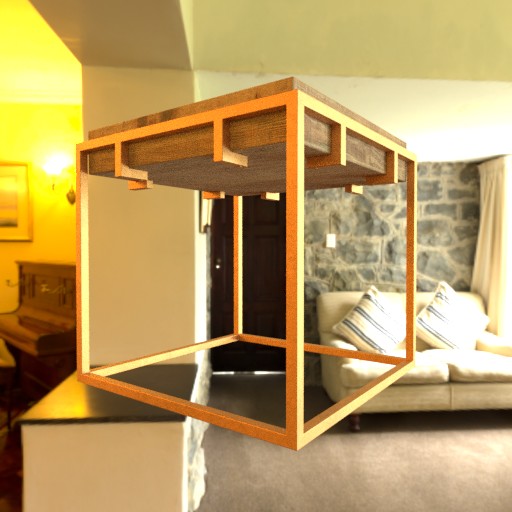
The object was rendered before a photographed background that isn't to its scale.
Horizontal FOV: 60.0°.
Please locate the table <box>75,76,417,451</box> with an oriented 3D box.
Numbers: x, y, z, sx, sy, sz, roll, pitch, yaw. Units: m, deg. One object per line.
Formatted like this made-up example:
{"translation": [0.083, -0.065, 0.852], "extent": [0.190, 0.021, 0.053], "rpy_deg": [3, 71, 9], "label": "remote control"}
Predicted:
{"translation": [0.000, 0.000, 1.095], "extent": [0.599, 0.584, 0.599], "rpy_deg": [1, 1, 36], "label": "table"}
